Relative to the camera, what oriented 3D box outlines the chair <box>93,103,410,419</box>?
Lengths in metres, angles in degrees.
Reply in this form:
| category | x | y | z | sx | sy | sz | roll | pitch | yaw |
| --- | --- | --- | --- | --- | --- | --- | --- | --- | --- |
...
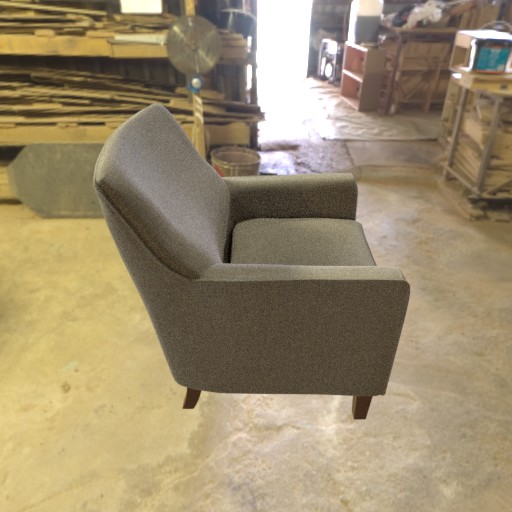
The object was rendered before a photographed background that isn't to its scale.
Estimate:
| category | x | y | z | sx | sy | sz | roll | pitch | yaw |
| --- | --- | --- | --- | --- | --- | --- | --- | --- | --- |
| chair | 0.000 | 0.000 | 1.812 | 0.993 | 1.047 | 0.887 | 0 | 32 | 0 |
